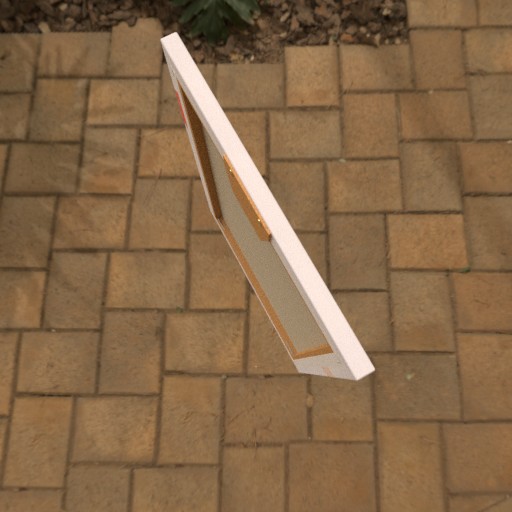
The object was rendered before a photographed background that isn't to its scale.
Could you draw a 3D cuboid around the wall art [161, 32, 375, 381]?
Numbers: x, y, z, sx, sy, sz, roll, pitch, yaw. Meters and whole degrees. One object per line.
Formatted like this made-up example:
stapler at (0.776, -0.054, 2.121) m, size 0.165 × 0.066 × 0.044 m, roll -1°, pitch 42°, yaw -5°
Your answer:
wall art at (0.000, 0.000, 1.308) m, size 0.045 × 1.014 × 0.759 m, roll -28°, pitch 78°, yaw -7°
